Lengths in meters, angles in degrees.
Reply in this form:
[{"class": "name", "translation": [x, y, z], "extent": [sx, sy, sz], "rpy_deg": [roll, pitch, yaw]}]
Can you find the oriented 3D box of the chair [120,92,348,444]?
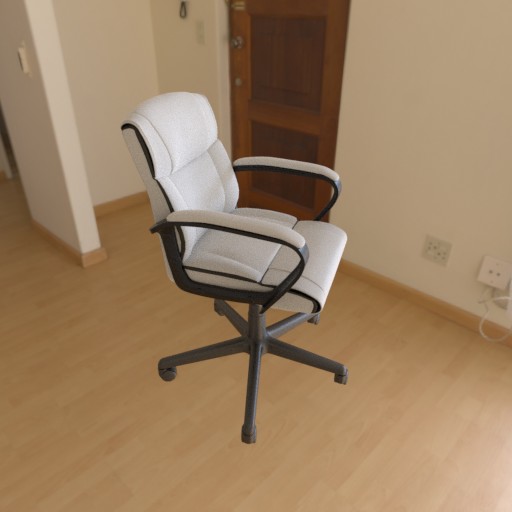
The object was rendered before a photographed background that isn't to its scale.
[{"class": "chair", "translation": [0.000, 0.000, 1.515], "extent": [0.717, 1.004, 0.739], "rpy_deg": [10, 32, 17]}]
